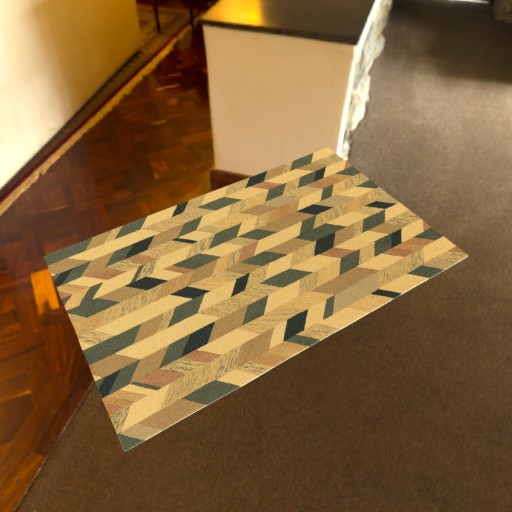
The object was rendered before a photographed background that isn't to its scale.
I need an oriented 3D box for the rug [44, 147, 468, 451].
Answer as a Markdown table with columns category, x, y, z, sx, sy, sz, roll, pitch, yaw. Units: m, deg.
| category | x | y | z | sx | sy | sz | roll | pitch | yaw |
| --- | --- | --- | --- | --- | --- | --- | --- | --- | --- |
| rug | 0.000 | 0.000 | 2.974 | 2.423 | 0.008 | 1.513 | -25 | 52 | -21 |
